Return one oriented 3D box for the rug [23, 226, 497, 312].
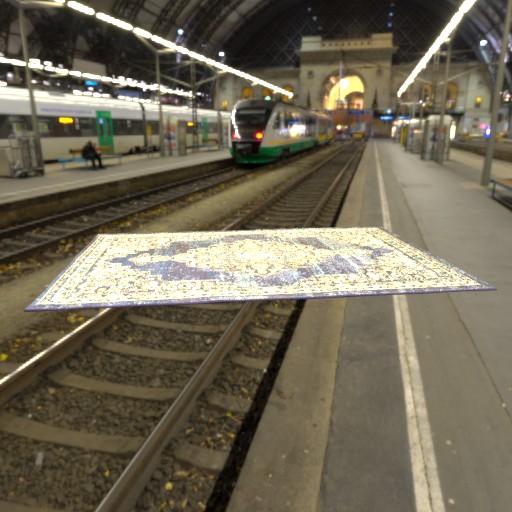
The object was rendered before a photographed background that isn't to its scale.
[{"bbox_3d":[0.000,0.000,2.206,1.781,0.012,1.184,-2,16,-7],"label":"rug"}]
